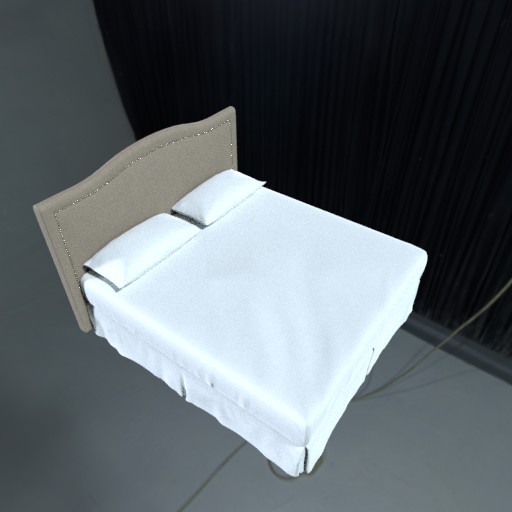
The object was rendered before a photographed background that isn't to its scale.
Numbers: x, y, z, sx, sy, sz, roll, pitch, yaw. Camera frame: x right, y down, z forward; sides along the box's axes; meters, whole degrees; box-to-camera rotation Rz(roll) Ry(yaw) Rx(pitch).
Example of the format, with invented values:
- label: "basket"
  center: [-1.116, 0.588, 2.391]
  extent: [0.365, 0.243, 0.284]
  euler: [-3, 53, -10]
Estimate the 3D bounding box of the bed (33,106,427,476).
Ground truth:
- label: "bed"
  center: [0.000, 0.000, 3.475]
  extent: [2.182, 1.421, 2.083]
  euler: [26, 47, 27]
